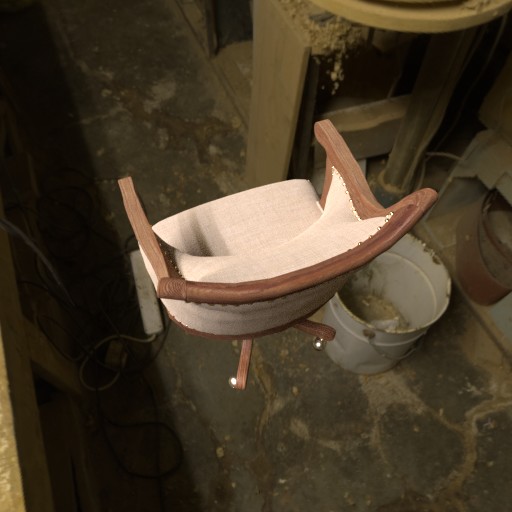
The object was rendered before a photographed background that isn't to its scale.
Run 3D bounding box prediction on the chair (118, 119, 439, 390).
[{"bbox_3d":[0.000,0.000,1.405,0.656,0.965,0.689,-19,61,-11],"label":"chair"}]
